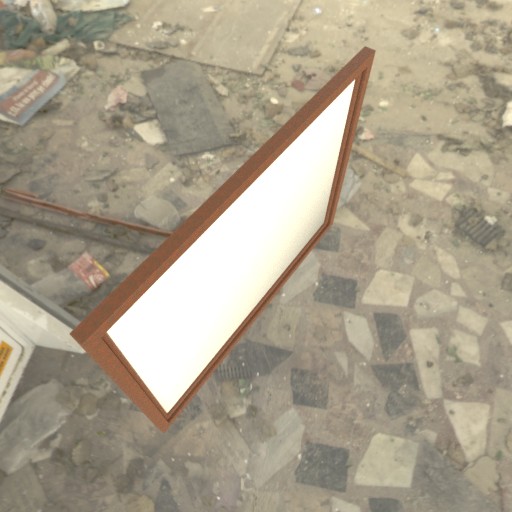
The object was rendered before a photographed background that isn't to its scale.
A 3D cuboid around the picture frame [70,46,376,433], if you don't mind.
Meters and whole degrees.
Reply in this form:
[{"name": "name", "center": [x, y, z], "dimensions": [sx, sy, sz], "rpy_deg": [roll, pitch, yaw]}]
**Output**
[{"name": "picture frame", "center": [0.000, 0.000, 1.687], "dimensions": [0.045, 1.018, 1.329], "rpy_deg": [32, 63, 18]}]
